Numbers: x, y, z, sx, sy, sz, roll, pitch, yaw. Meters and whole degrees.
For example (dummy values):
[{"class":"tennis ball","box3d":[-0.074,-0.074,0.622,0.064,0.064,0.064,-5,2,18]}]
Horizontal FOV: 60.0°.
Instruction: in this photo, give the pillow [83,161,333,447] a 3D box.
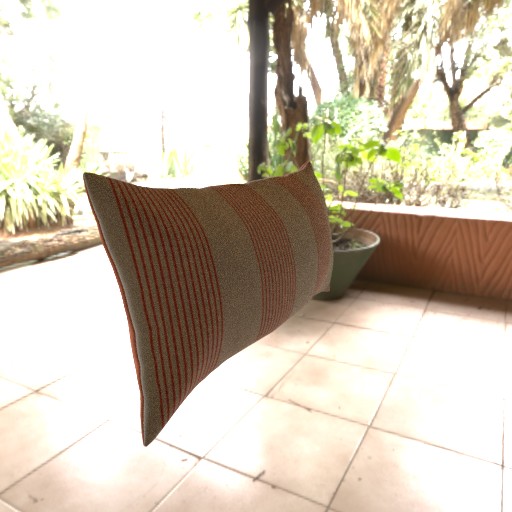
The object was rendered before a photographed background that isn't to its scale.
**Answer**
[{"class":"pillow","box3d":[0.000,0.000,0.716,0.156,0.292,0.608,7,15,27]}]
